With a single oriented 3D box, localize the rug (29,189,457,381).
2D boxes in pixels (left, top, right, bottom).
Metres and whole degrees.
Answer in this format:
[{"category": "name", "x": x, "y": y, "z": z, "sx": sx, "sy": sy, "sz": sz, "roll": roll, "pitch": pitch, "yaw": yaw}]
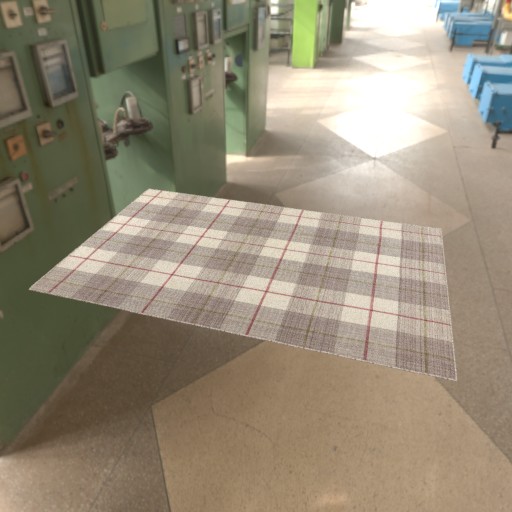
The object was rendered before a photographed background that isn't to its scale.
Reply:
[{"category": "rug", "x": 0.000, "y": 0.000, "z": 3.026, "sx": 2.464, "sy": 0.010, "sz": 1.549, "roll": 9, "pitch": 34, "yaw": 14}]
